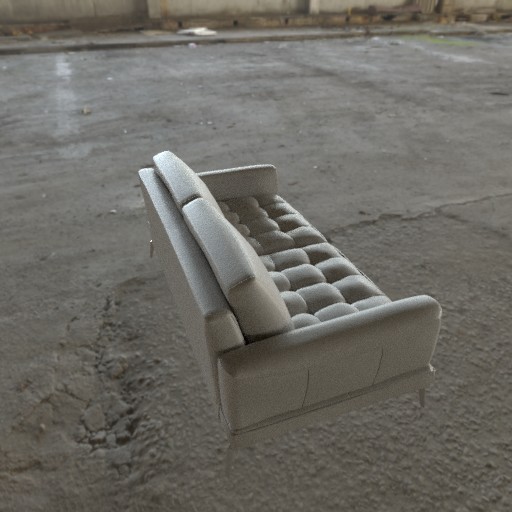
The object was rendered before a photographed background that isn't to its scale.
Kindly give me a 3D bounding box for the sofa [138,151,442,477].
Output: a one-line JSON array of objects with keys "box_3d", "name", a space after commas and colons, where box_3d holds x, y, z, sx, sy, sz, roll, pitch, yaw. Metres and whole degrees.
[{"box_3d": [0.000, 0.000, 2.773, 1.121, 0.930, 2.177, -11, 33, -18], "name": "sofa"}]
